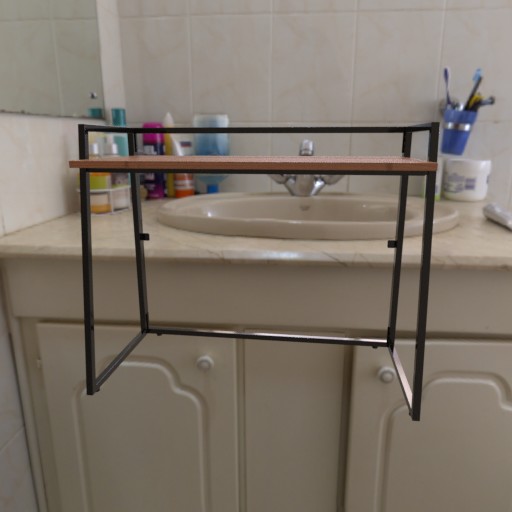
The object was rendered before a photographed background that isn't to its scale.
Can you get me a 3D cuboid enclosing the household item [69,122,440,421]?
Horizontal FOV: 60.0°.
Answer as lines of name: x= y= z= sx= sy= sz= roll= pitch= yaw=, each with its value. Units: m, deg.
household item: x=0.000 y=0.000 z=1.515 sx=1.050 sy=0.860 sz=0.510 roll=2 pitch=15 yaw=7
